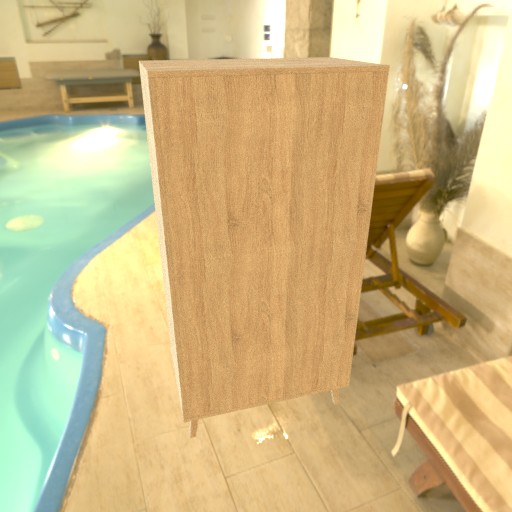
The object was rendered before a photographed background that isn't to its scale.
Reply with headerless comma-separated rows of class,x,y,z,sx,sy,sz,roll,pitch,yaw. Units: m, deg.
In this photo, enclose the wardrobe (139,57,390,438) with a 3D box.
wardrobe,0.000,0.000,2.446,1.000,1.960,0.600,-8,28,-14
